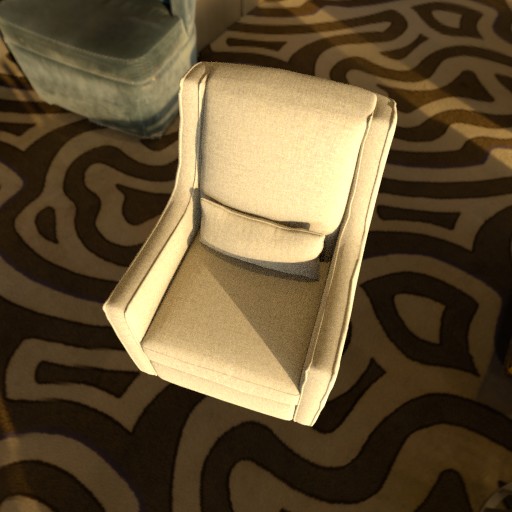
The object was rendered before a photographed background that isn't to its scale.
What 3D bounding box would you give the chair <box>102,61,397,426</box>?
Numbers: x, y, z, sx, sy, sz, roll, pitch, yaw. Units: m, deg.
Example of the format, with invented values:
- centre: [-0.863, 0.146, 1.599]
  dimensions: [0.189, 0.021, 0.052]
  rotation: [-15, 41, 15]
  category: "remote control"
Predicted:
- centre: [0.000, 0.000, 1.606]
  dimensions: [0.732, 0.993, 0.879]
  rotation: [15, 58, 10]
  category: "chair"
